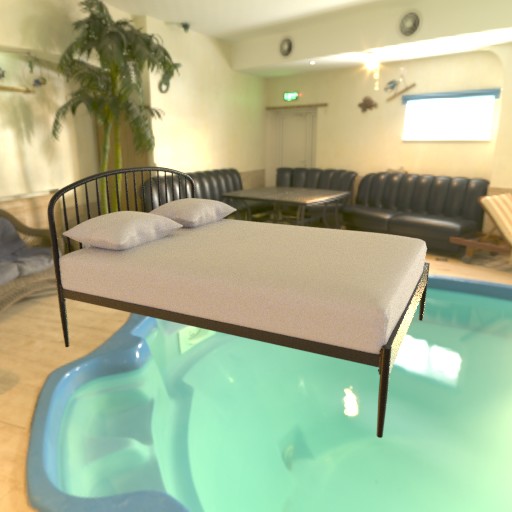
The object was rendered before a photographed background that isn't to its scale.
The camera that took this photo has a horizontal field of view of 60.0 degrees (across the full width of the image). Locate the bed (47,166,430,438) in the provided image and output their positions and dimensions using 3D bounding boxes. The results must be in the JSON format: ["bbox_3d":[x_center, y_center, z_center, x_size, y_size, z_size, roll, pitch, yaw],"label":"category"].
[{"bbox_3d":[0.000,0.000,3.120,2.159,1.166,1.618,7,17,26],"label":"bed"}]
